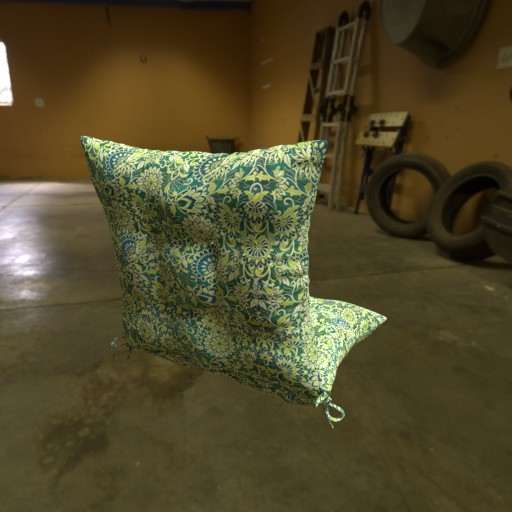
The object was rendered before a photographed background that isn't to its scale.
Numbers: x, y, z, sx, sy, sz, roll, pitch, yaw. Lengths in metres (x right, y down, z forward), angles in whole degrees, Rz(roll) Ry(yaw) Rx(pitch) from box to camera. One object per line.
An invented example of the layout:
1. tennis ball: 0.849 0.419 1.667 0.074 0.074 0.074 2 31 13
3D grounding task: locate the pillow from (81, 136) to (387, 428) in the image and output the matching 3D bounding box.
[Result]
1. pillow: 0.000 0.000 1.022 0.541 0.536 0.585 9 18 28
